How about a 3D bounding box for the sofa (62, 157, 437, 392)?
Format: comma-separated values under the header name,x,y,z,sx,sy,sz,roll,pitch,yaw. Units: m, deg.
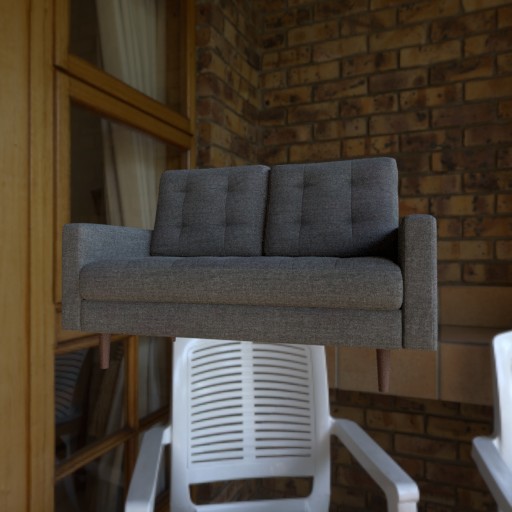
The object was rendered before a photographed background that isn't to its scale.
name,x,y,z,sx,sy,sz,roll,pitch,yaw
sofa,0.000,0.000,1.938,1.407,0.907,0.842,0,0,17
